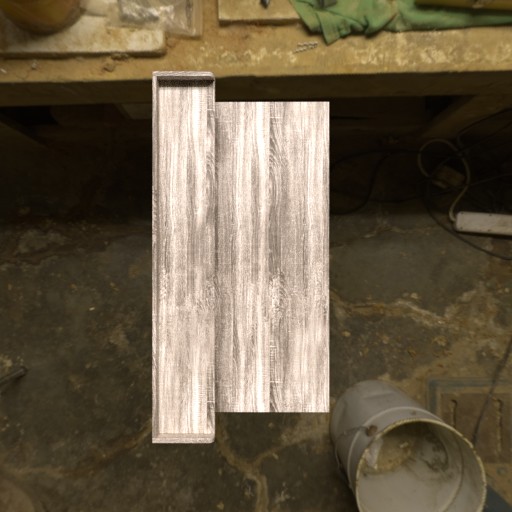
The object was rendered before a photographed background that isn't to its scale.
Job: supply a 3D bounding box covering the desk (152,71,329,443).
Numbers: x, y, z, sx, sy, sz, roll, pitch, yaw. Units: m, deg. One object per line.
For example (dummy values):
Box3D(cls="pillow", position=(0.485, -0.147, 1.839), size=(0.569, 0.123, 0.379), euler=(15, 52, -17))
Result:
Box3D(cls="desk", position=(0.000, 0.000, 1.668), size=(0.605, 0.899, 1.135), euler=(0, 90, 0))
